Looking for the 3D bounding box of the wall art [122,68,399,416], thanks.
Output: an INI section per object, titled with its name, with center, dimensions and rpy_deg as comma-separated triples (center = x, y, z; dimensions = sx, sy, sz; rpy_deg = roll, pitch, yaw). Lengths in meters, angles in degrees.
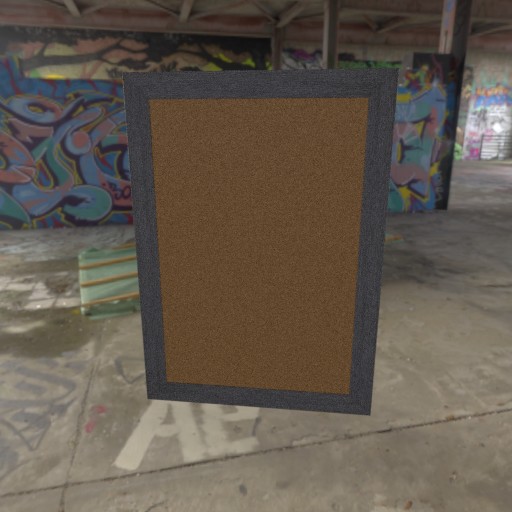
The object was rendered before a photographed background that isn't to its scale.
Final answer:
[wall art]
center = 0.000, 0.000, 1.377
dimensions = 0.768, 1.070, 0.020
rpy_deg = 2, 16, 7
